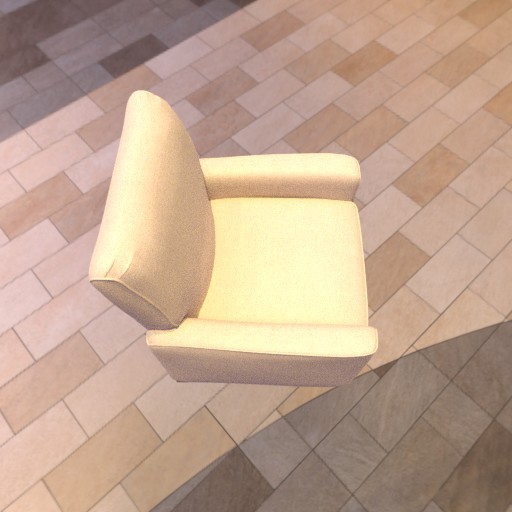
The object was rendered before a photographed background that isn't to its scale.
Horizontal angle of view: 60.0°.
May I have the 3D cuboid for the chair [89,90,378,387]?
[{"bbox_3d":[0.000,0.000,1.687,0.858,1.023,0.841,1,62,1],"label":"chair"}]
